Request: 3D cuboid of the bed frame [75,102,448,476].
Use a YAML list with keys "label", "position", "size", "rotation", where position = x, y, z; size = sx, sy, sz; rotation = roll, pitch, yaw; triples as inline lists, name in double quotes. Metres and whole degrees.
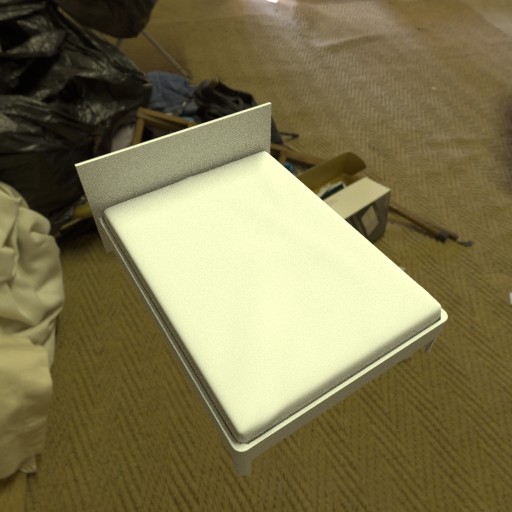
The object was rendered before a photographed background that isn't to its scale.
- label: "bed frame"
  position: [0.000, 0.000, 2.823]
  size: [1.490, 0.800, 1.950]
  rotation: [-25, 52, -22]
